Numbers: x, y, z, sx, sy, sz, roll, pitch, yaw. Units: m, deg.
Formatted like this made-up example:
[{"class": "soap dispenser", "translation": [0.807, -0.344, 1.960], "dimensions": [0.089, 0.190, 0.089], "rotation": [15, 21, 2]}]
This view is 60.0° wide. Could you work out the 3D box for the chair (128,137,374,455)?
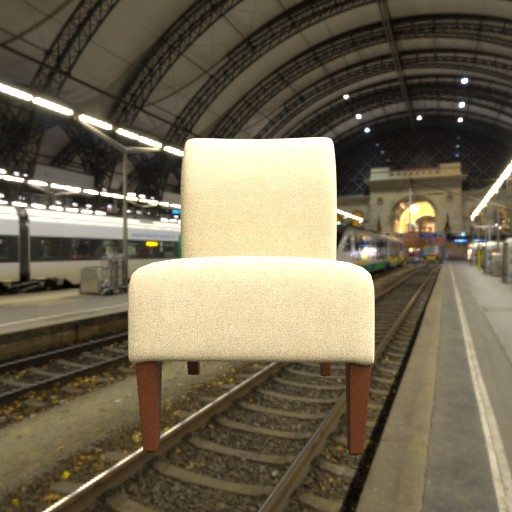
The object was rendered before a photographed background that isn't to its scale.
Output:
[{"class": "chair", "translation": [0.000, 0.000, 1.273], "dimensions": [0.521, 0.833, 0.754], "rotation": [0, 1, 2]}]
